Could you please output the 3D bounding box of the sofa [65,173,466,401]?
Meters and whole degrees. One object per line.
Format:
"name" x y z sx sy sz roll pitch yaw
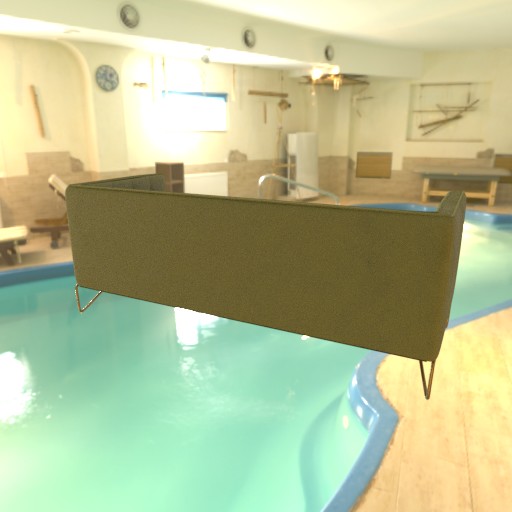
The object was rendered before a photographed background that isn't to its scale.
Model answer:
"sofa" 0.000 0.000 2.533 2.087 0.789 0.867 8 18 26
